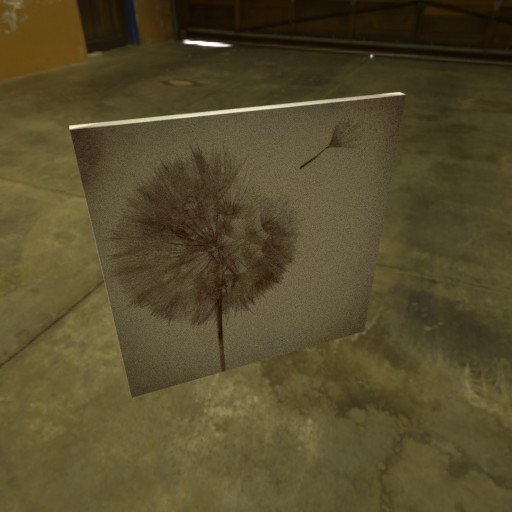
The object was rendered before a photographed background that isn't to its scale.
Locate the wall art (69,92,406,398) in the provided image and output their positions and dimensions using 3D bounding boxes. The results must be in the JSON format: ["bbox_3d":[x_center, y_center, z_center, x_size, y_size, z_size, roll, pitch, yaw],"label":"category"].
[{"bbox_3d":[0.000,0.000,1.167,0.762,0.762,0.027,-12,35,-18],"label":"wall art"}]
